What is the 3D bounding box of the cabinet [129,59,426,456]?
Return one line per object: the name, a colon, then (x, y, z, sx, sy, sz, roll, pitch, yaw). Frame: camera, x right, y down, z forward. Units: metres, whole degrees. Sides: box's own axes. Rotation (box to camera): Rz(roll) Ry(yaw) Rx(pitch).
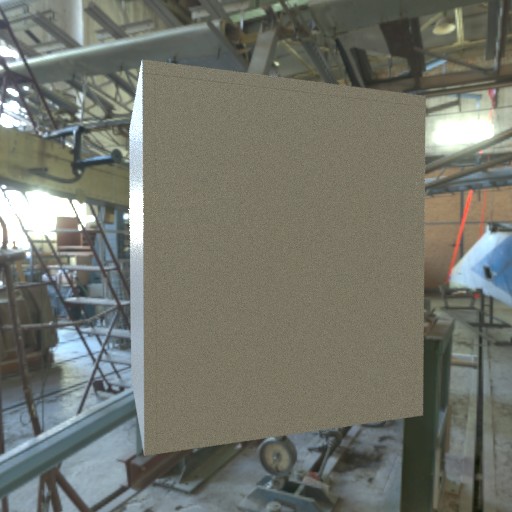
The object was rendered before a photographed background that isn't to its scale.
cabinet: (0.000, 0.000, 0.757, 0.400, 0.470, 0.360, 0, 1, -18)
